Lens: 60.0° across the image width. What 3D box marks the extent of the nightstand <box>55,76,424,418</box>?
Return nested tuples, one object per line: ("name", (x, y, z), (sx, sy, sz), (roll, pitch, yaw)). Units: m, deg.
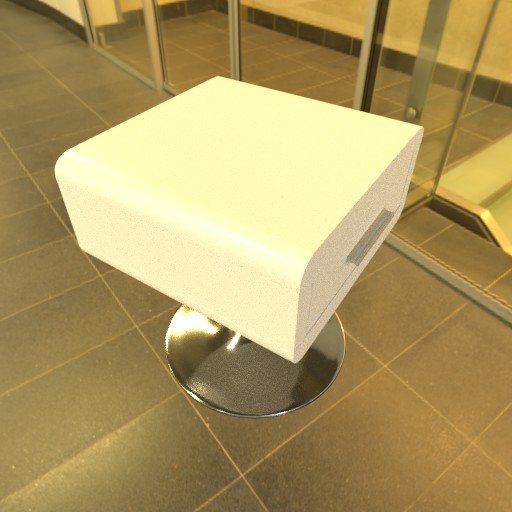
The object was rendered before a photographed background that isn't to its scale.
("nightstand", (0.000, 0.000, 0.785), (0.404, 0.447, 0.399), (24, 47, 24))
